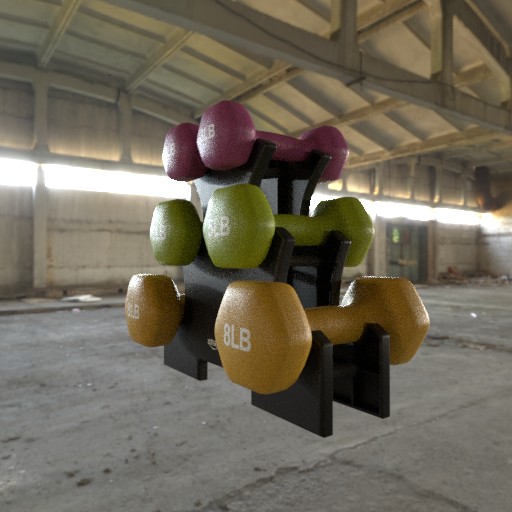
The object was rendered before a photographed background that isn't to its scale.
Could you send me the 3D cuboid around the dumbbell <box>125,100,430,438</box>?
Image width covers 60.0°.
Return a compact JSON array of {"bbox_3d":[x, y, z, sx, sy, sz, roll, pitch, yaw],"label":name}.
[{"bbox_3d":[0.000,0.000,0.464,0.190,0.271,0.300,0,-1,-36],"label":"dumbbell"}]
